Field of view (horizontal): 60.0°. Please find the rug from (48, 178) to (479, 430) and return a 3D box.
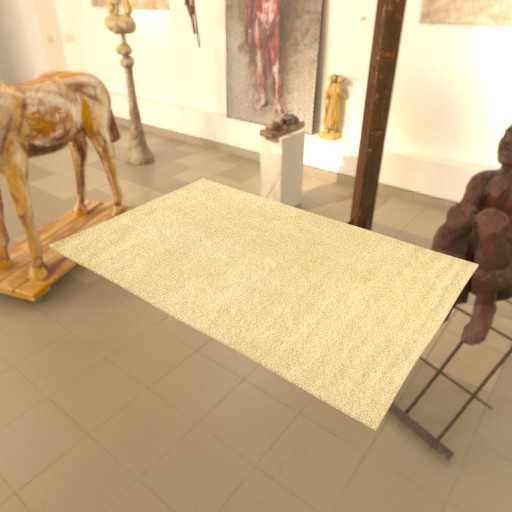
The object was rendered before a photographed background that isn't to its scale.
[{"bbox_3d":[0.000,0.000,2.864,2.346,0.025,1.500,22,38,31],"label":"rug"}]
